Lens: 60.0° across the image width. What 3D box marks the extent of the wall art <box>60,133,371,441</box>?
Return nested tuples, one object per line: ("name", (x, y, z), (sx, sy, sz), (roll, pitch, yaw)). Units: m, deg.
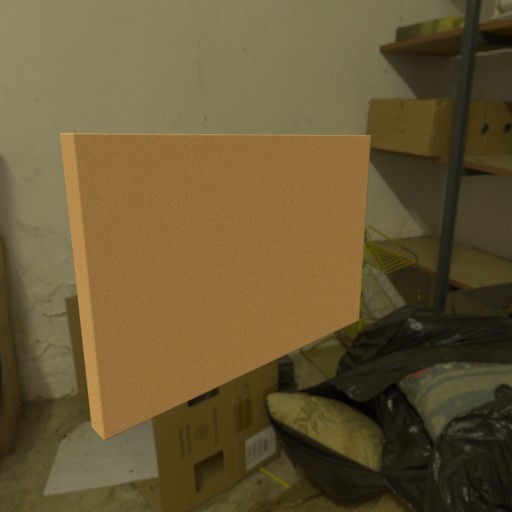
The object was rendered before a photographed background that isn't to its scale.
("wall art", (0.000, 0.000, 0.772), (0.609, 0.407, 0.039), (-14, 20, -41))
